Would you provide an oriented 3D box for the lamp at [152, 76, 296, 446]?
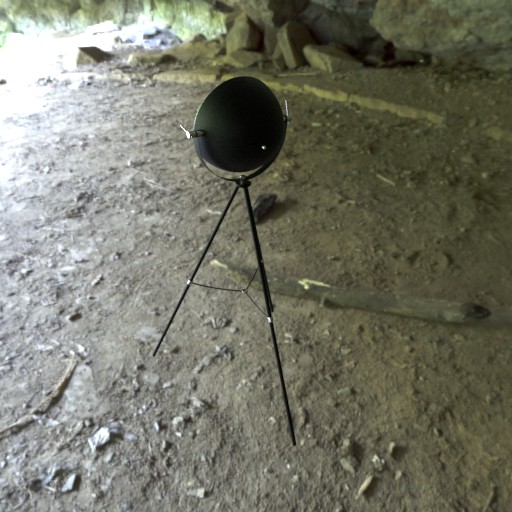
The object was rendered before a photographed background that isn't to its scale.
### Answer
[{"bbox_3d":[0.000,0.000,2.013,0.817,1.512,0.920,-18,35,-28],"label":"lamp"}]
